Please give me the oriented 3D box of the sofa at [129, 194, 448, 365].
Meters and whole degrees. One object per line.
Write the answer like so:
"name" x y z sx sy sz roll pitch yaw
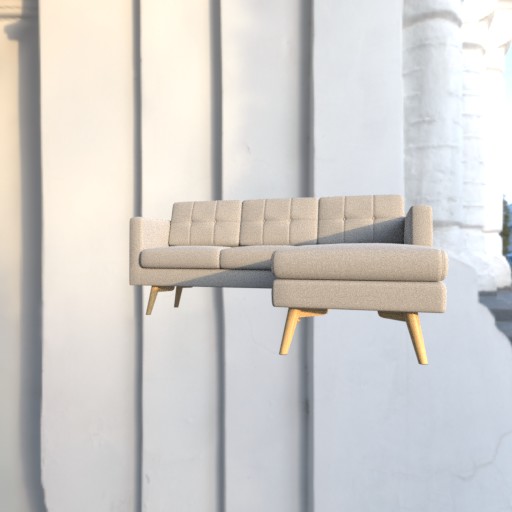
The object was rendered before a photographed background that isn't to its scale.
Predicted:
"sofa" 0.000 0.000 2.755 2.040 0.860 1.530 0 1 17
